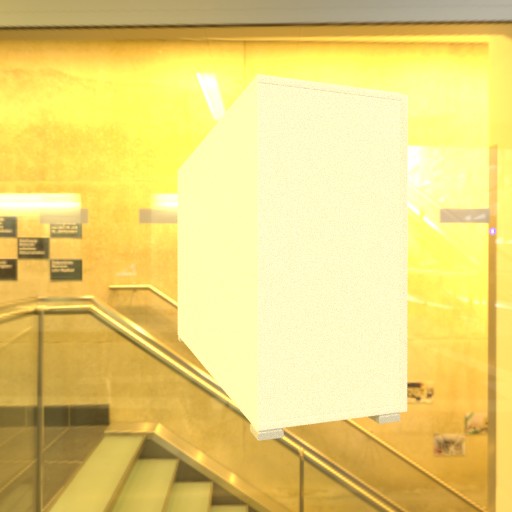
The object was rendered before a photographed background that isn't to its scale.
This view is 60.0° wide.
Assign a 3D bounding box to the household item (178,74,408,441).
[{"bbox_3d":[0.000,0.000,1.730,0.420,0.867,1.300,0,0,-18],"label":"household item"}]
